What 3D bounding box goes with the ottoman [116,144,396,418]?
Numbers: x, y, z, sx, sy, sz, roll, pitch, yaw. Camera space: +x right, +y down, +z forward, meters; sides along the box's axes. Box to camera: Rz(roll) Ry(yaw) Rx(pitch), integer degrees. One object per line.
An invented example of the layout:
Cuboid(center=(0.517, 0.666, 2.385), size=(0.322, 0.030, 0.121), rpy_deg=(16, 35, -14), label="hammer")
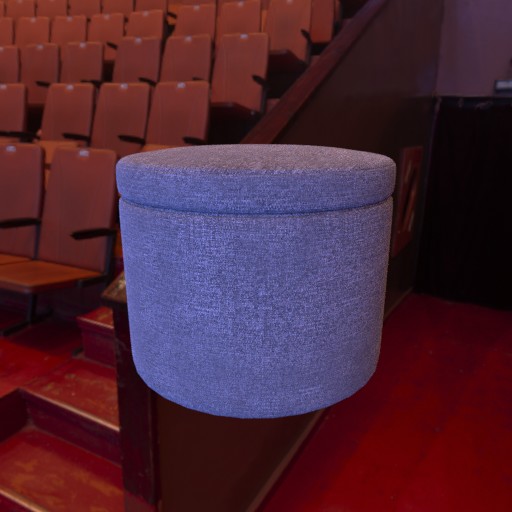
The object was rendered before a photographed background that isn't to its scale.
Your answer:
Cuboid(center=(0.000, 0.000, 0.876), size=(0.500, 0.419, 0.500), rpy_deg=(0, 17, 0), label="ottoman")
